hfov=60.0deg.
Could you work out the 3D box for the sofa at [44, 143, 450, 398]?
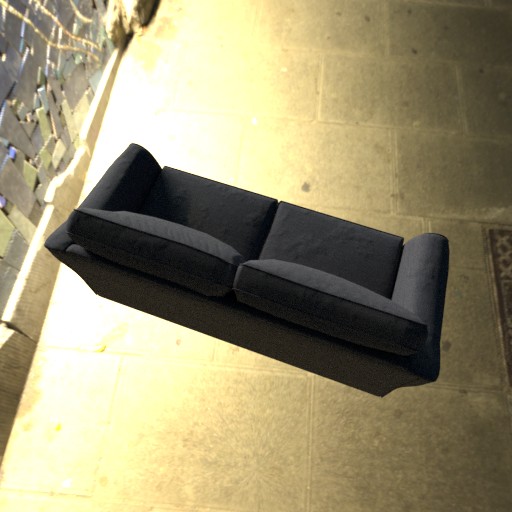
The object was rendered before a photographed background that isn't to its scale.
[{"bbox_3d":[0.000,0.000,2.791,2.270,0.950,0.971,18,66,8],"label":"sofa"}]
